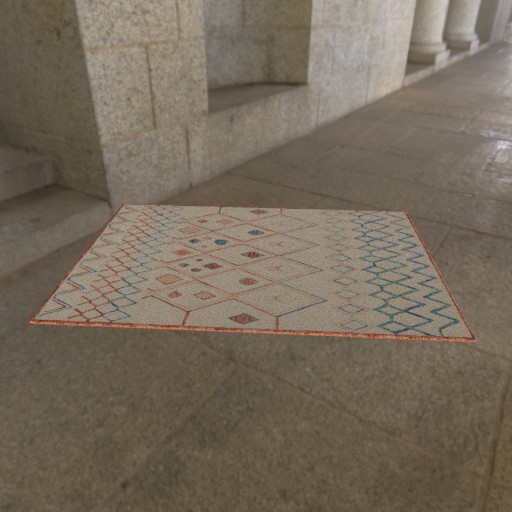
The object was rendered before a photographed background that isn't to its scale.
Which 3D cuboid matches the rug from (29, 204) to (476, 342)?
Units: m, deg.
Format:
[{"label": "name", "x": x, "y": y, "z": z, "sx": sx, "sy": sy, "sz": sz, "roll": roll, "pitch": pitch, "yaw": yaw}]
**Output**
[{"label": "rug", "x": 0.000, "y": 0.000, "z": 2.328, "sx": 1.829, "sy": 0.016, "sz": 1.219, "roll": 2, "pitch": 30, "yaw": 3}]
